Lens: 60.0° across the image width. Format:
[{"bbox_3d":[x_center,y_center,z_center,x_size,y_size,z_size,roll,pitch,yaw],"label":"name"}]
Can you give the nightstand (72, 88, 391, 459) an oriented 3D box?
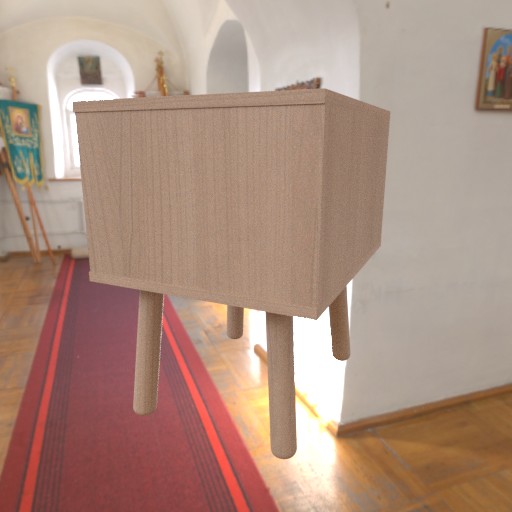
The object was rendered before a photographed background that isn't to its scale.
[{"bbox_3d":[0.000,0.000,0.830,0.380,0.530,0.450,7,16,24],"label":"nightstand"}]
